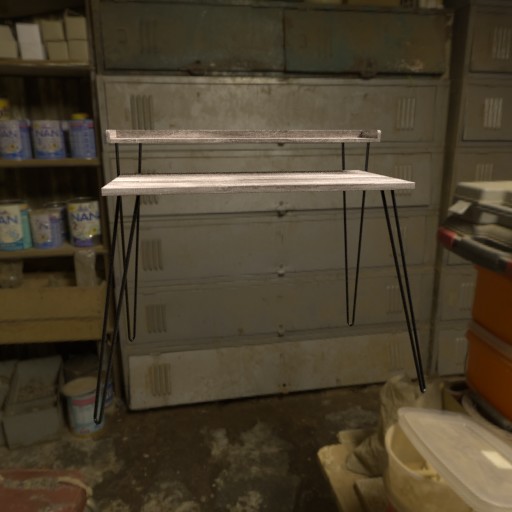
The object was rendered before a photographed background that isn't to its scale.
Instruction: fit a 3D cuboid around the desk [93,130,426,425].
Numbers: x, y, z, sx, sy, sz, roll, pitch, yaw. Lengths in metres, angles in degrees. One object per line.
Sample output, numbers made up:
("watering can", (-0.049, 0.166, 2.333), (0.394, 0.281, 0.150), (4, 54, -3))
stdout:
("desk", (0.000, 0.000, 1.643), (1.135, 0.899, 0.605), (-2, 16, -9))
